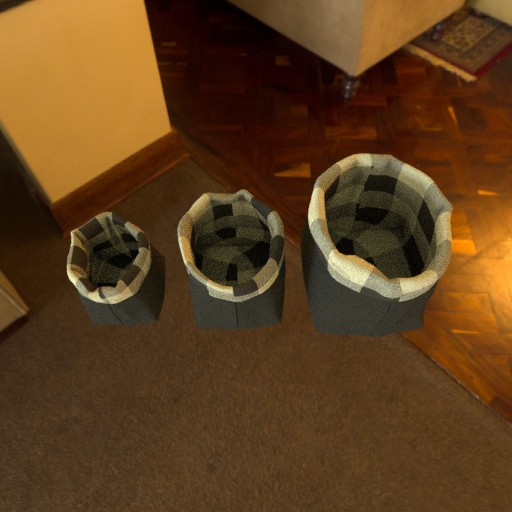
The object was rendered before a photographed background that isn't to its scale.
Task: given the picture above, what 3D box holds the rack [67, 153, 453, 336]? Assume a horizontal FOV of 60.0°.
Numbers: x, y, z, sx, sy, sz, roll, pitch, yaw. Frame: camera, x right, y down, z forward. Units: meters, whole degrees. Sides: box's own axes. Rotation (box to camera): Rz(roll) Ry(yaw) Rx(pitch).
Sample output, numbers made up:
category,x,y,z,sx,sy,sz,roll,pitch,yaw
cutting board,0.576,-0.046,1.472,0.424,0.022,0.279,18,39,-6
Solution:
category,x,y,z,sx,sy,sz,roll,pitch,yaw
rack,0.000,0.000,1.077,0.889,0.329,0.370,-2,58,-2
